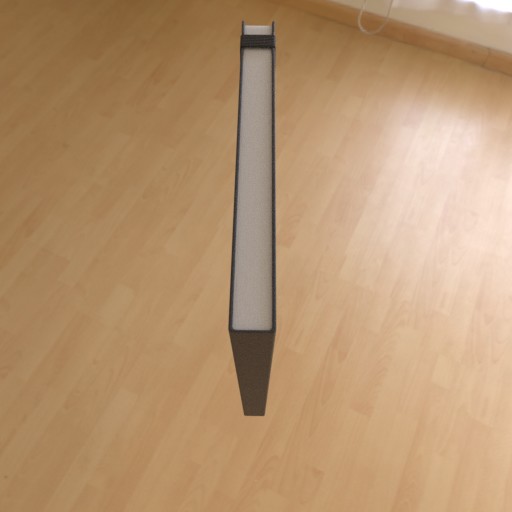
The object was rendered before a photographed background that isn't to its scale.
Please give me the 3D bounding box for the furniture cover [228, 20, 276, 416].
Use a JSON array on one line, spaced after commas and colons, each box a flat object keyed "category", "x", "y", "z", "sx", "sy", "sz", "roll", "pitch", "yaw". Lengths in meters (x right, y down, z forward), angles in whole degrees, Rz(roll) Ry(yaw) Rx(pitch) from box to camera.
[{"category": "furniture cover", "x": 0.000, "y": 0.000, "z": 0.365, "sx": 0.023, "sy": 0.281, "sz": 0.216, "roll": 1, "pitch": 63, "yaw": 0}]
